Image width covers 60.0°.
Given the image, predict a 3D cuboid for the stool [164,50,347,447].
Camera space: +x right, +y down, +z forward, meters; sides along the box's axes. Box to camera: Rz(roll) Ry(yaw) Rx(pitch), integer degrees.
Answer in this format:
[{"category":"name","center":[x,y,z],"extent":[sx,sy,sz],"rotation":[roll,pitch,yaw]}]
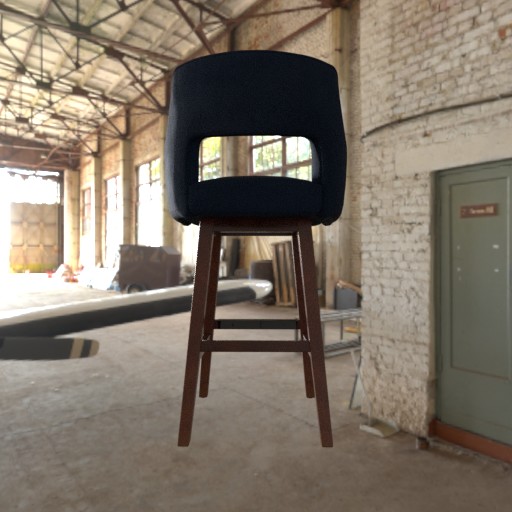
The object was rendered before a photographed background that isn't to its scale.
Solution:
[{"category":"stool","center":[0.000,0.000,1.386],"extent":[0.550,1.041,0.560],"rotation":[0,0,1]}]
